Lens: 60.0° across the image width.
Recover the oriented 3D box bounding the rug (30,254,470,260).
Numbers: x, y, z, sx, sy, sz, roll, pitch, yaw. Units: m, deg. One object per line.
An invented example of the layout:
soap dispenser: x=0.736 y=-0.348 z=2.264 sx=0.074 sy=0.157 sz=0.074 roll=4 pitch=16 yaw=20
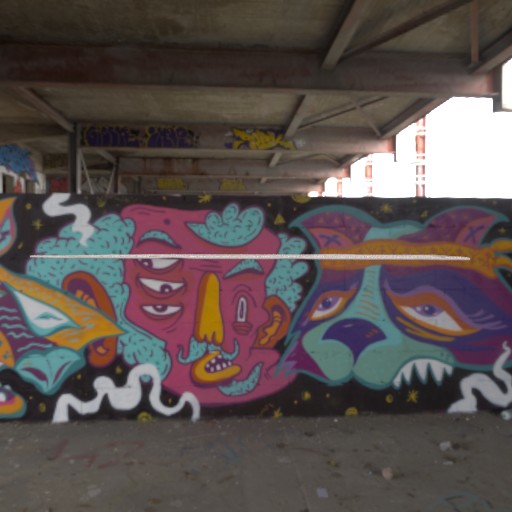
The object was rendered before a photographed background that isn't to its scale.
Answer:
rug: x=0.000 y=0.000 z=1.077 sx=0.867 sy=0.007 sz=0.515 roll=0 pitch=1 yaw=16
